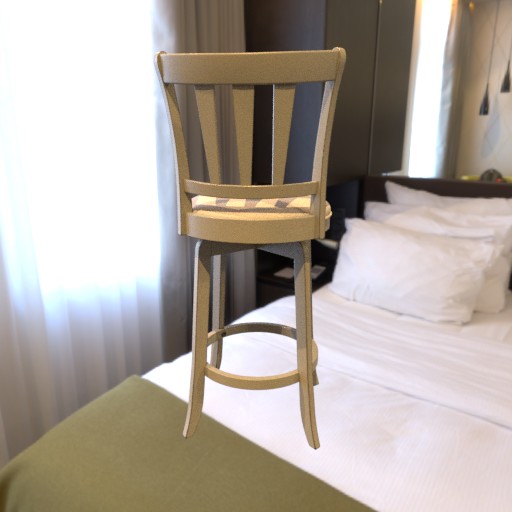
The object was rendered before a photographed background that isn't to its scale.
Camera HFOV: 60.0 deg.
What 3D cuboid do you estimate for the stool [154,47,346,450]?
[{"bbox_3d":[0.000,0.000,1.276,0.436,1.042,0.475,2,16,7],"label":"stool"}]
